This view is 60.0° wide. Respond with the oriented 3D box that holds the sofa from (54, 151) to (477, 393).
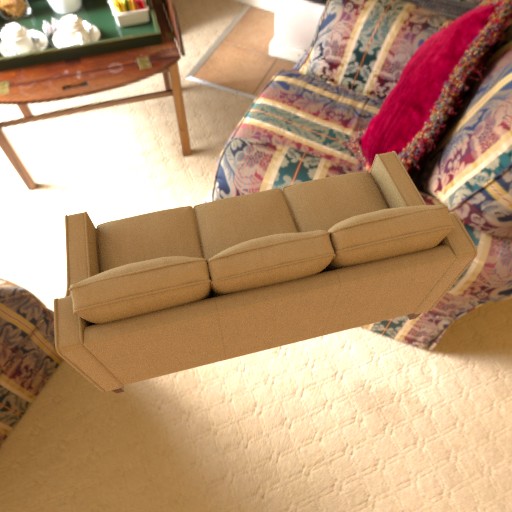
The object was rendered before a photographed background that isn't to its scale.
[{"bbox_3d":[0.000,0.000,2.518,1.986,0.974,0.911,-12,59,-8],"label":"sofa"}]
